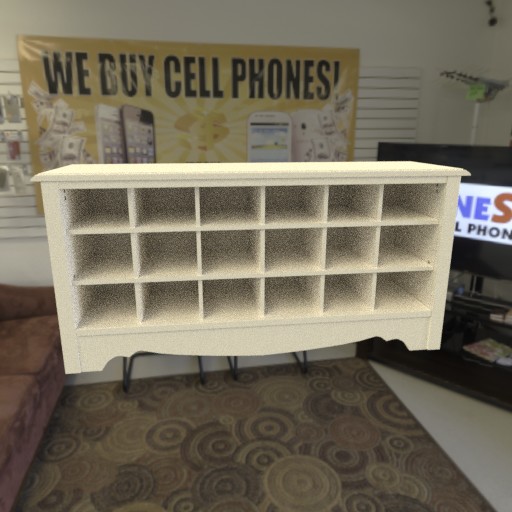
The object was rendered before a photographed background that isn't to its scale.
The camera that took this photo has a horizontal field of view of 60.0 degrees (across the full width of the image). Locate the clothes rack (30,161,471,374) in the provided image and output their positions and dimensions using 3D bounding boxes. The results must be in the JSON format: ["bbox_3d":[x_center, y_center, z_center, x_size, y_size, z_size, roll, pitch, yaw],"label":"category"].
[{"bbox_3d":[0.000,0.000,1.340,1.120,0.531,0.324,-2,16,-7],"label":"clothes rack"}]
